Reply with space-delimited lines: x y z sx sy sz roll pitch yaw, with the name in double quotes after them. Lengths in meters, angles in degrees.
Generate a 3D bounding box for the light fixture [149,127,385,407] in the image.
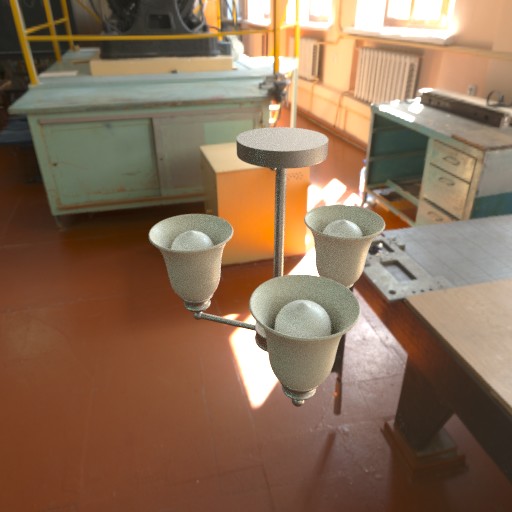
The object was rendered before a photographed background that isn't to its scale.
0.000 0.000 0.684 0.354 0.370 0.388 10 31 18 "light fixture"
